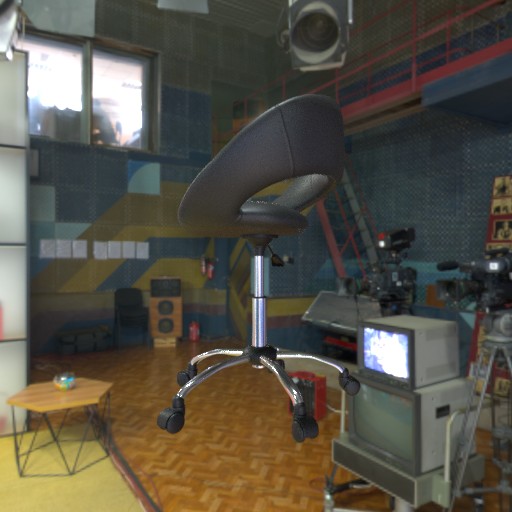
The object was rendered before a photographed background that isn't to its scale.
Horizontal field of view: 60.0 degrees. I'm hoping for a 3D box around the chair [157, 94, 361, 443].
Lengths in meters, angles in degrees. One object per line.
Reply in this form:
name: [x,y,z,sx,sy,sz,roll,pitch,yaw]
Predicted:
chair: [0.000,0.000,1.223,0.538,0.791,0.612,0,0,19]
